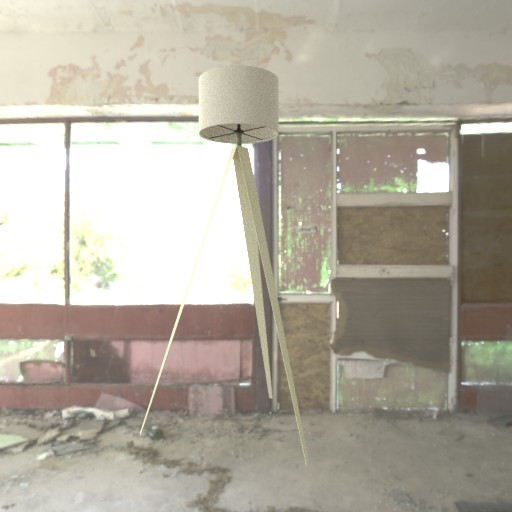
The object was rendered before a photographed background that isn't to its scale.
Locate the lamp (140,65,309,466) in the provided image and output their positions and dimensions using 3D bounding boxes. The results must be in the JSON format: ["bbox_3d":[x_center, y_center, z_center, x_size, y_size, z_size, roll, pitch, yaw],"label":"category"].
[{"bbox_3d":[0.000,0.000,1.955,0.716,1.524,0.724,1,1,37],"label":"lamp"}]
